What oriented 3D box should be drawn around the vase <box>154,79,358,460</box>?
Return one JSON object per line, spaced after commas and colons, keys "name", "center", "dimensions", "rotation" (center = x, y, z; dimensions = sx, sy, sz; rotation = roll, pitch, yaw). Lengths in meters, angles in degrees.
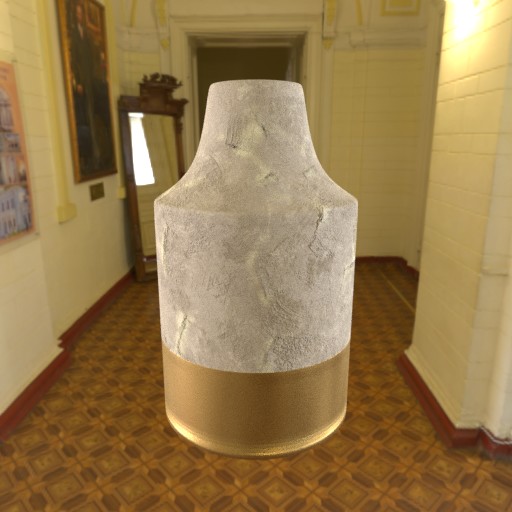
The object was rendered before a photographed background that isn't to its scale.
{"name": "vase", "center": [0.000, 0.000, 0.421], "dimensions": [0.184, 0.305, 0.184], "rotation": [0, 15, 0]}
